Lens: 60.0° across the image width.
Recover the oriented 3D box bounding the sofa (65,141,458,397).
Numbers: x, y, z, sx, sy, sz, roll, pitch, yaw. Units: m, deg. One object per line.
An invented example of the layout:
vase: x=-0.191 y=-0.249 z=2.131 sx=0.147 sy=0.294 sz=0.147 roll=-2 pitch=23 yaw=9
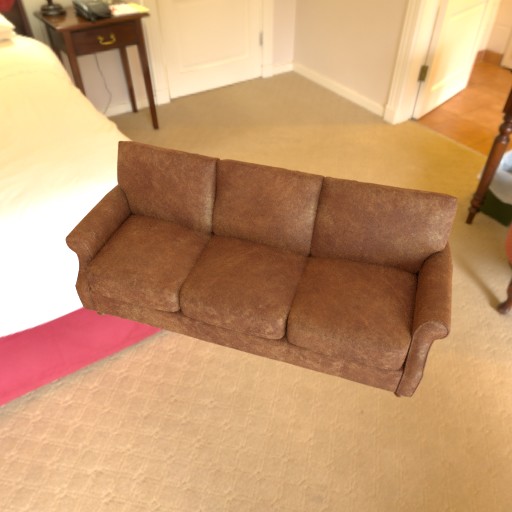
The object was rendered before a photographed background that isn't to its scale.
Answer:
sofa: x=0.000 y=0.000 z=2.848 sx=2.351 sy=0.977 sz=0.973 roll=12 pitch=44 yaw=13
